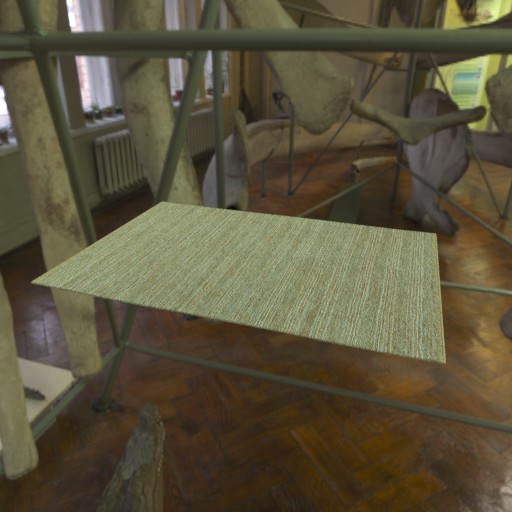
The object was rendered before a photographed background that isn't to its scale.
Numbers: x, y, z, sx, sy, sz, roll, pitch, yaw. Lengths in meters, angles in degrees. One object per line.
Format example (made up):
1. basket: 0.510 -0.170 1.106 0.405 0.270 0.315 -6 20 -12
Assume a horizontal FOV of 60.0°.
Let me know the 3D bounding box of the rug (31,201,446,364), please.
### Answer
1. rug: 0.000 0.000 2.346 1.824 0.010 1.240 8 27 17
